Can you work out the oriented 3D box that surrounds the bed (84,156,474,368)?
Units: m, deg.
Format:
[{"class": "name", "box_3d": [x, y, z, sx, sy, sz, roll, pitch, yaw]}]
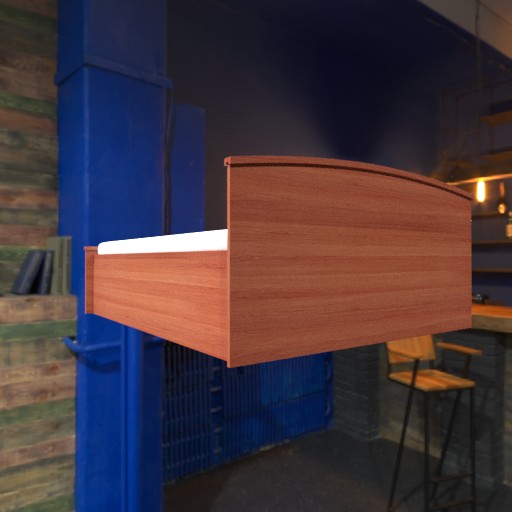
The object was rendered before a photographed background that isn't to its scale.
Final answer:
[{"class": "bed", "box_3d": [0.000, 0.000, 2.948, 1.683, 0.848, 2.053, 0, -1, -35]}]
